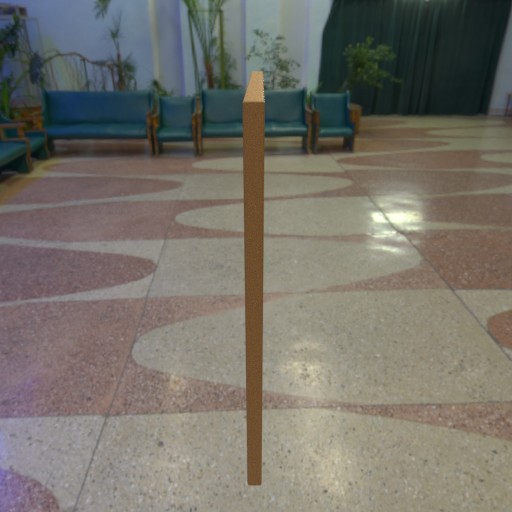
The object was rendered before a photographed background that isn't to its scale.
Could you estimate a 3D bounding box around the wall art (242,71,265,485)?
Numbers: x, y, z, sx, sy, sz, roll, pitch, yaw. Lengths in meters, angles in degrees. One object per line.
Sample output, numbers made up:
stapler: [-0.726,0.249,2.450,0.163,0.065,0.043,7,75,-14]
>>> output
wall art: [0.000,0.000,0.753,0.022,0.553,0.452,0,26,1]
